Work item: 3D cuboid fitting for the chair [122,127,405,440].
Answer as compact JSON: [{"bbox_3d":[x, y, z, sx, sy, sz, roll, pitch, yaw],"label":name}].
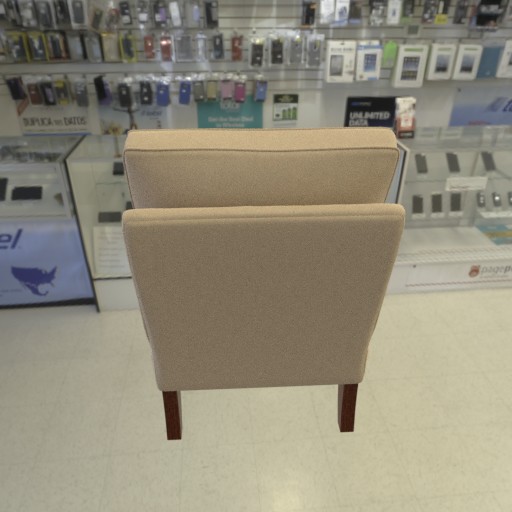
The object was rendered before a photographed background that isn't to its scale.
[{"bbox_3d":[0.000,0.000,1.626,0.724,1.052,0.912,-2,30,-3],"label":"chair"}]
